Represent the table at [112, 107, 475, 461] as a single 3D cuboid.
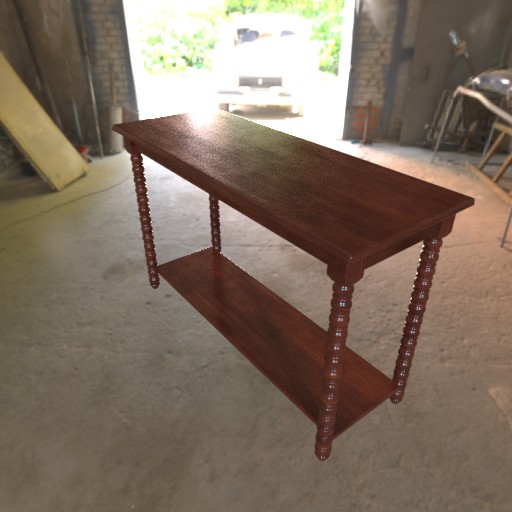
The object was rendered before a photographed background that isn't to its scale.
[{"bbox_3d":[0.000,0.000,1.556,0.459,0.740,1.184,-22,38,-31],"label":"table"}]
